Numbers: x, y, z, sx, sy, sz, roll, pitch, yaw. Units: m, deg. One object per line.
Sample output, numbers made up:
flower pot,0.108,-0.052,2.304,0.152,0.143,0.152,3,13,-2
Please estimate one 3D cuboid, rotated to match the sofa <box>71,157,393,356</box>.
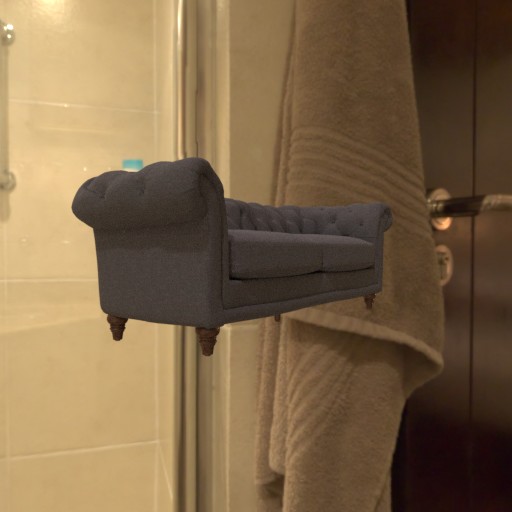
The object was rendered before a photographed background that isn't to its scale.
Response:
sofa,0.000,0.000,2.891,1.046,0.836,2.335,1,1,36
